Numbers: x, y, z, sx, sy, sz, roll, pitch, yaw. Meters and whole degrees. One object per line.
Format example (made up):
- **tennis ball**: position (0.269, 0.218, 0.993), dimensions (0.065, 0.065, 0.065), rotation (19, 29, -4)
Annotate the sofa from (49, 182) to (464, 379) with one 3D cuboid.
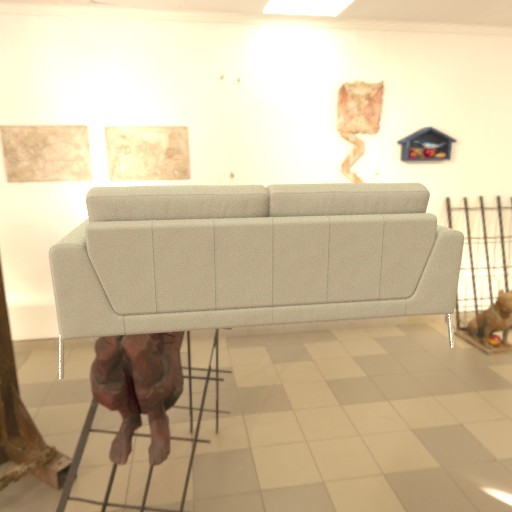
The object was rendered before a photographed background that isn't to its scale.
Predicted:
- **sofa**: position (0.000, 0.000, 2.568), dimensions (2.017, 0.875, 0.953), rotation (-2, 14, -9)
